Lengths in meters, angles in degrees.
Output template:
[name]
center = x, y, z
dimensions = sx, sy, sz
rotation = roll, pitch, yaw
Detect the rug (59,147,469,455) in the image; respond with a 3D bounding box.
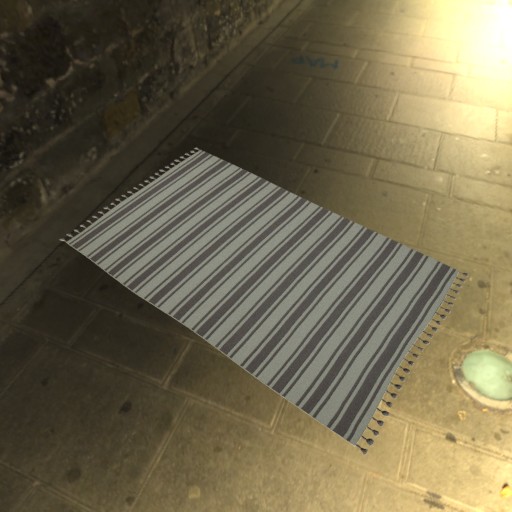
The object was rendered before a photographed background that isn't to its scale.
[rug]
center = 0.000, 0.000, 2.585
dimensions = 2.096, 0.011, 1.229
rotation = 29, 54, 24
